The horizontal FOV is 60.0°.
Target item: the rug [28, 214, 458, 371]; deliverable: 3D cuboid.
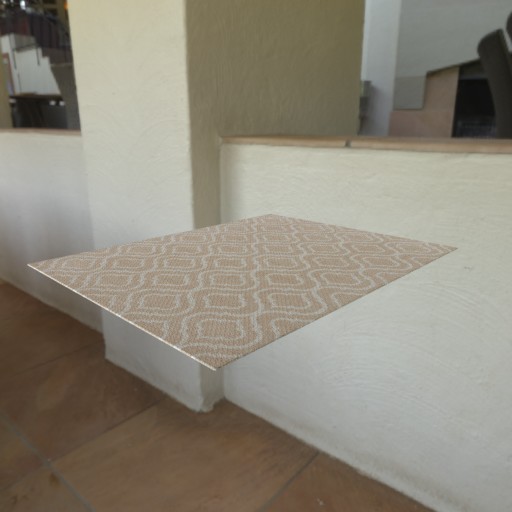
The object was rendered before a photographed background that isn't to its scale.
[{"bbox_3d":[0.000,0.000,3.778,2.286,0.013,2.894,15,22,42],"label":"rug"}]
